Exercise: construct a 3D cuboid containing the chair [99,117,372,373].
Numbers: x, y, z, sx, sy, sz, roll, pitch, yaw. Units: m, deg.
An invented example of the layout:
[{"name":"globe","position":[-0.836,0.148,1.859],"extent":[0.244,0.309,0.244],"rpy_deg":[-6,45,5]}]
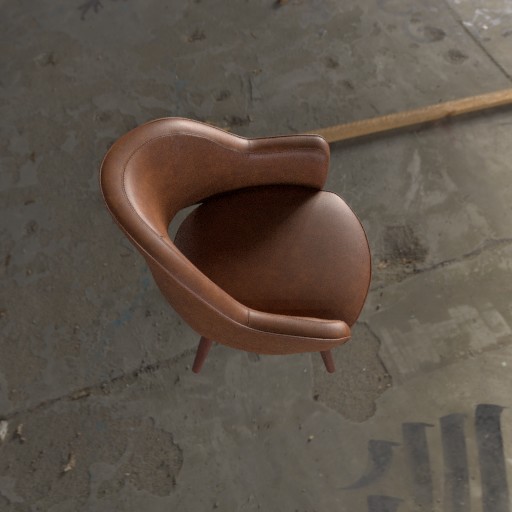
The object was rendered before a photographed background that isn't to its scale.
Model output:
[{"name":"chair","position":[0.000,0.000,1.247],"extent":[0.640,0.777,0.591],"rpy_deg":[0,63,0]}]
